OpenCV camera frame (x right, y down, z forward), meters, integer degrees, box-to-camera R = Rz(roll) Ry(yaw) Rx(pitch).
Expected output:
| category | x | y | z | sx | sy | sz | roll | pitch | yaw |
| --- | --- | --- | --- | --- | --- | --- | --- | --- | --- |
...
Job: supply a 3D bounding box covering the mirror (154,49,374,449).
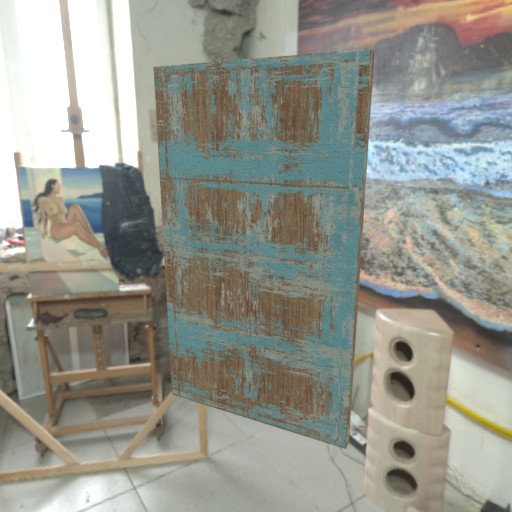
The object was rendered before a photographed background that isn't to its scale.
| category | x | y | z | sx | sy | sz | roll | pitch | yaw |
| --- | --- | --- | --- | --- | --- | --- | --- | --- | --- |
| mirror | 0.000 | 0.000 | 1.490 | 0.707 | 1.213 | 0.083 | 8 | 17 | 26 |
